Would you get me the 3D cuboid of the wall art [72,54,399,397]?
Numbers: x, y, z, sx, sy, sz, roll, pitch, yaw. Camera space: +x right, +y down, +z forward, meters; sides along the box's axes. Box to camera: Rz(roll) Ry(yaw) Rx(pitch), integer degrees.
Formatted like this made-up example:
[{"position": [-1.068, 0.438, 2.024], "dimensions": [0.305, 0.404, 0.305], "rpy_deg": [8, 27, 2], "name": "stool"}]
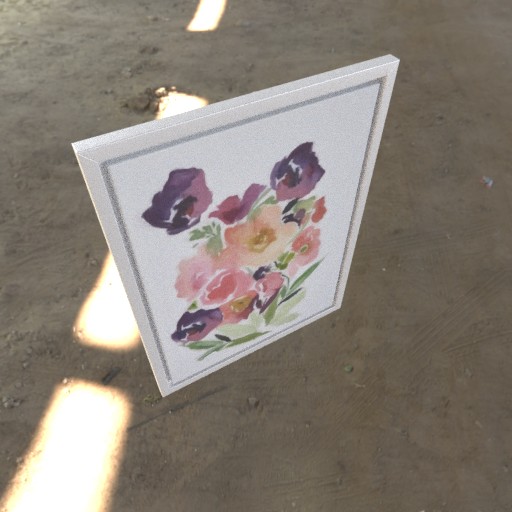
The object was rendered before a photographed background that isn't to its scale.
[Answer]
[{"position": [0.000, 0.000, 1.374], "dimensions": [0.805, 1.056, 0.042], "rpy_deg": [-23, 52, -20], "name": "wall art"}]
